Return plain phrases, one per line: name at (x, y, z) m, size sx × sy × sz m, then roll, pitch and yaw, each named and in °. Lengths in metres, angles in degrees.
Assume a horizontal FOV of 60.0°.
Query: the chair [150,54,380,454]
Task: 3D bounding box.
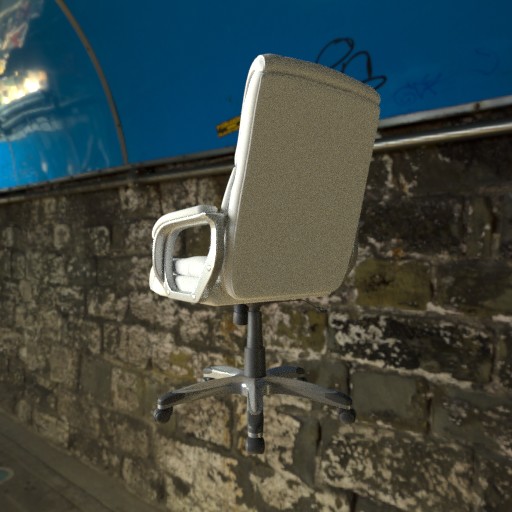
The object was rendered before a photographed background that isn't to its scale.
chair at (0.000, 0.000, 1.585) m, size 0.687 × 1.120 × 0.738 m, roll -1°, pitch 1°, yaw -36°
